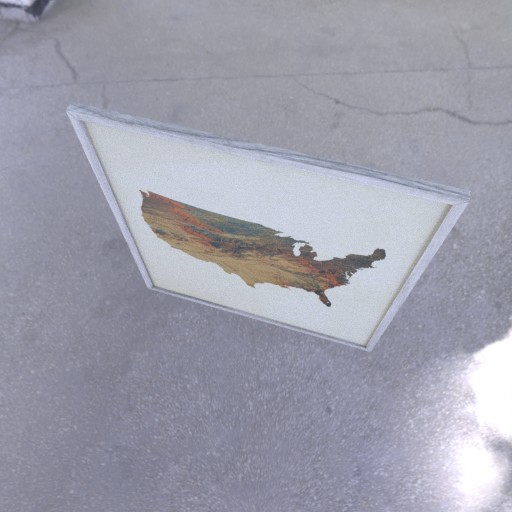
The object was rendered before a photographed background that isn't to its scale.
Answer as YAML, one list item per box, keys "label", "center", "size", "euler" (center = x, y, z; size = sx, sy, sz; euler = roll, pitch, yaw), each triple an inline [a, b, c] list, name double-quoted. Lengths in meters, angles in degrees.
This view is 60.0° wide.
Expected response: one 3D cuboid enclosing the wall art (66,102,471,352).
- label: "wall art"
  center: [0.000, 0.000, 0.753]
  size: [0.508, 0.507, 0.016]
  euler: [15, 60, 9]
